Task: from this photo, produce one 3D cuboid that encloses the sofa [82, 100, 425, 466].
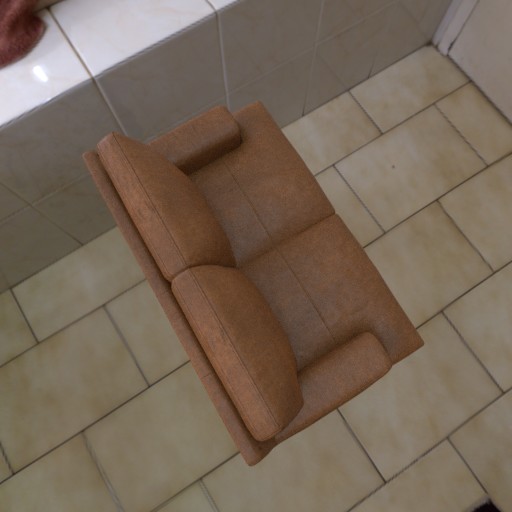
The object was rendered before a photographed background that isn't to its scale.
[{"bbox_3d":[0.000,0.000,2.530,1.144,0.966,1.880,-30,77,-8],"label":"sofa"}]
